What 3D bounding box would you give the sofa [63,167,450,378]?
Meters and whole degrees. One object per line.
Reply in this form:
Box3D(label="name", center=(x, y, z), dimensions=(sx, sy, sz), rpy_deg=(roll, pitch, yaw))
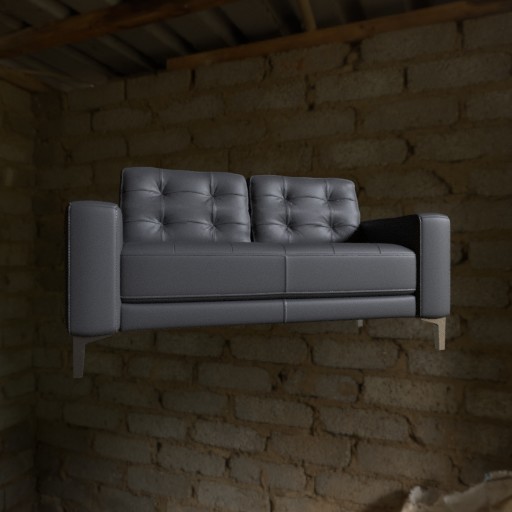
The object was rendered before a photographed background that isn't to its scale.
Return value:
Box3D(label="sofa", center=(0.000, 0.000, 2.234), dimensions=(1.726, 0.893, 0.833), rpy_deg=(0, 0, -18))
